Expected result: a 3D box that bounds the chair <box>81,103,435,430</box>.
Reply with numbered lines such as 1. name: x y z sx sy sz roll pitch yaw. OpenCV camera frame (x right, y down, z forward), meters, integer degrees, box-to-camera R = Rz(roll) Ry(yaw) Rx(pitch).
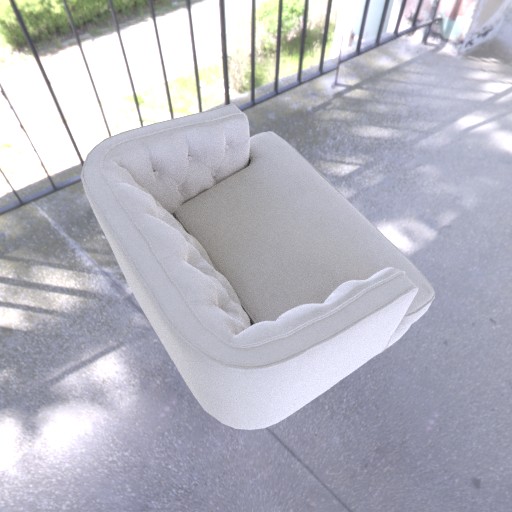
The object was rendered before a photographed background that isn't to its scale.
1. chair: 0.000 0.000 1.763 0.941 0.852 1.104 -30 62 -18
